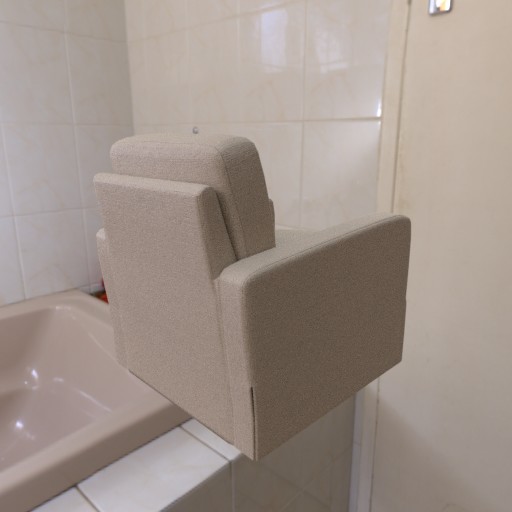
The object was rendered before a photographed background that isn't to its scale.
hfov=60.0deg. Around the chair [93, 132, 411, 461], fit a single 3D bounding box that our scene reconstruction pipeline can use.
[{"bbox_3d":[0.000,0.000,1.549,0.888,0.827,0.755,-14,21,-43],"label":"chair"}]
